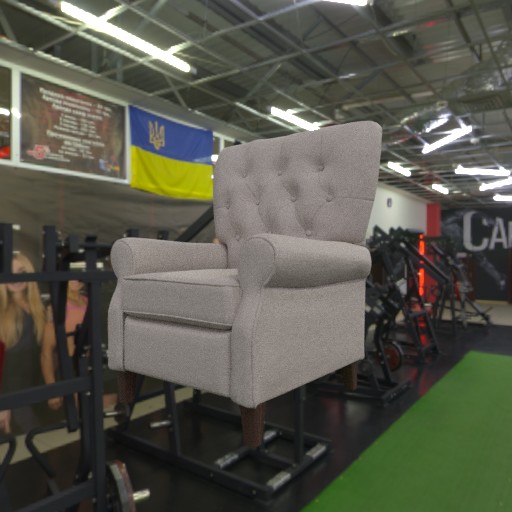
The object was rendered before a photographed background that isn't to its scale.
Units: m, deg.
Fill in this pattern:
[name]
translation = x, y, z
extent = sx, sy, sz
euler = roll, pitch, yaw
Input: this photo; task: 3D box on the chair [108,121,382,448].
[chair]
translation = 0.000, 0.000, 1.971
extent = 0.942, 1.209, 1.025
euler = 0, 1, 38
